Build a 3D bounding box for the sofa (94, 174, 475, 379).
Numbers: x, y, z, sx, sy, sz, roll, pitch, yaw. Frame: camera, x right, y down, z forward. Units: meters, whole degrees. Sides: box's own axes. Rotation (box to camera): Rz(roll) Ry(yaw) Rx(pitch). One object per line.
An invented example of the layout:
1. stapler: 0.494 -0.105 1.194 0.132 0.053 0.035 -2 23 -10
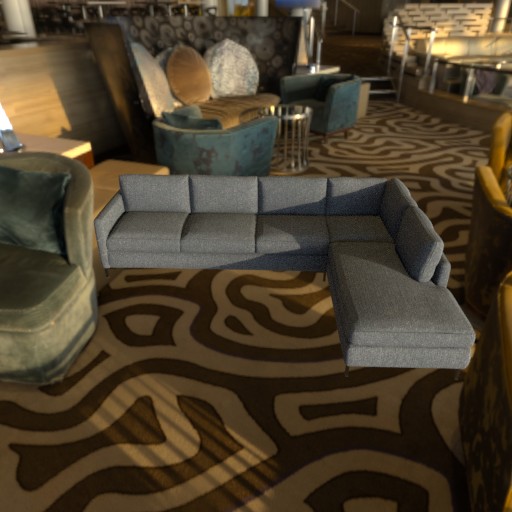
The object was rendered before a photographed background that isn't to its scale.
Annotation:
1. sofa: 0.000 0.000 3.752 2.949 0.815 2.007 1 30 2
